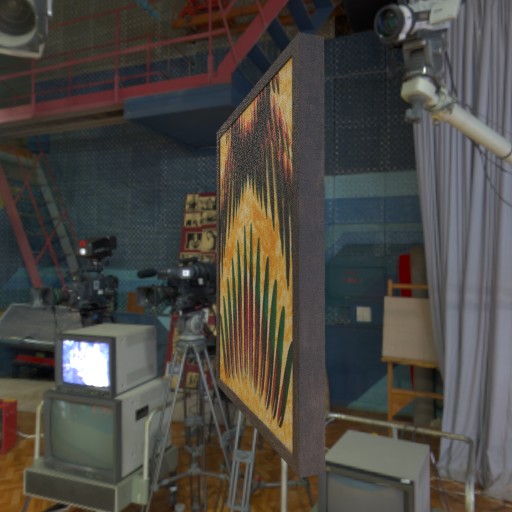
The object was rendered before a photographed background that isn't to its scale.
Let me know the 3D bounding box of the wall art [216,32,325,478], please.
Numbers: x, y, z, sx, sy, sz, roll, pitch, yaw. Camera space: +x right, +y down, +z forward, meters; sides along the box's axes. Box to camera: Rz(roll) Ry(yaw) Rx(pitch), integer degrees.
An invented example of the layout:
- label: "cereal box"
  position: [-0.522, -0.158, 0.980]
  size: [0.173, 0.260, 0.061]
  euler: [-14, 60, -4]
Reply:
- label: "wall art"
  position: [0.000, 0.000, 0.564]
  size: [0.027, 0.406, 0.329]
  euler: [0, -1, -18]
